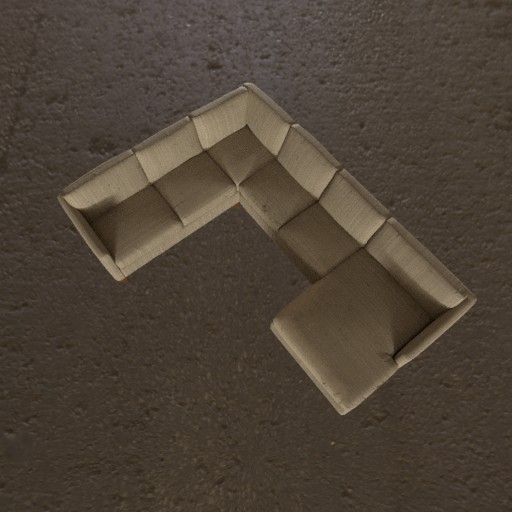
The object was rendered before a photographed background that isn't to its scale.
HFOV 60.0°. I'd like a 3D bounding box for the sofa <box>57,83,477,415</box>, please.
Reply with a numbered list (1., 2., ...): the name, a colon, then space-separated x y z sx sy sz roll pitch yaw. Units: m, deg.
1. sofa: 0.000 0.000 4.559 2.594 0.961 3.460 -35 70 -15
